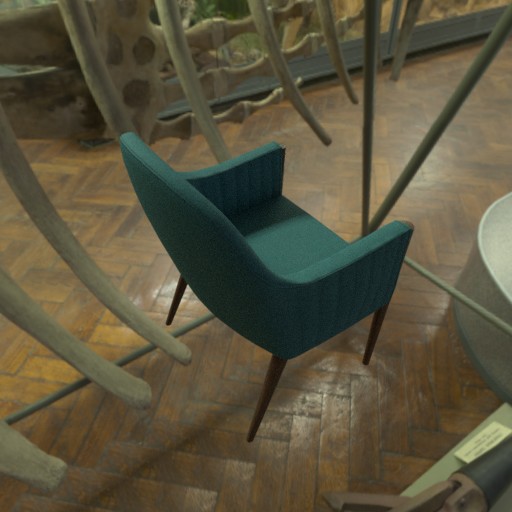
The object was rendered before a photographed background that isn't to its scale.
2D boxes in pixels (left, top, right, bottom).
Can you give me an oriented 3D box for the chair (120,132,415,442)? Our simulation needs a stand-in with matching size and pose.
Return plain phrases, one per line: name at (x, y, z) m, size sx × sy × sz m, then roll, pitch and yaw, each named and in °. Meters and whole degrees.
chair at (0.000, 0.000, 1.383) m, size 0.652 × 0.907 × 0.656 m, roll -24°, pitch 46°, yaw -25°
